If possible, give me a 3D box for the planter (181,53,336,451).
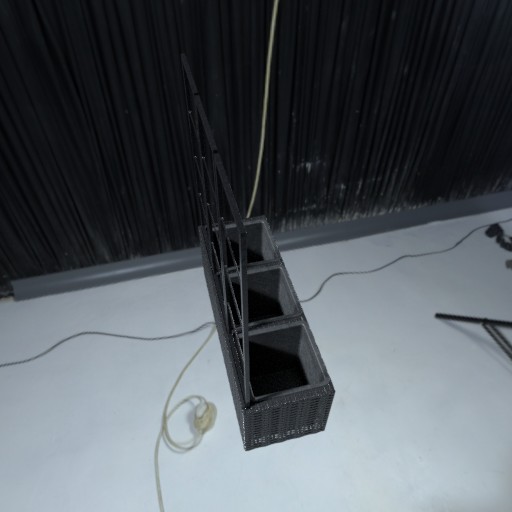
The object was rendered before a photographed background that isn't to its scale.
[{"bbox_3d":[0.000,0.000,1.204,0.244,0.841,0.698,-10,48,-10],"label":"planter"}]
